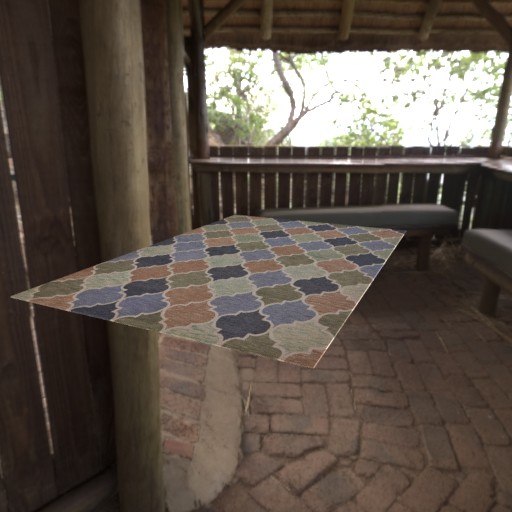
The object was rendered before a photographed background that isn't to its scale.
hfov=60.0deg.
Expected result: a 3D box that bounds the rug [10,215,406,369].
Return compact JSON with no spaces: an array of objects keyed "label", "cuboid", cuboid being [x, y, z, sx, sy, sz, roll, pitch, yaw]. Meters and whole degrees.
[{"label":"rug","cuboid":[0.000,0.000,2.802,1.521,0.006,2.284,8,18,24]}]
